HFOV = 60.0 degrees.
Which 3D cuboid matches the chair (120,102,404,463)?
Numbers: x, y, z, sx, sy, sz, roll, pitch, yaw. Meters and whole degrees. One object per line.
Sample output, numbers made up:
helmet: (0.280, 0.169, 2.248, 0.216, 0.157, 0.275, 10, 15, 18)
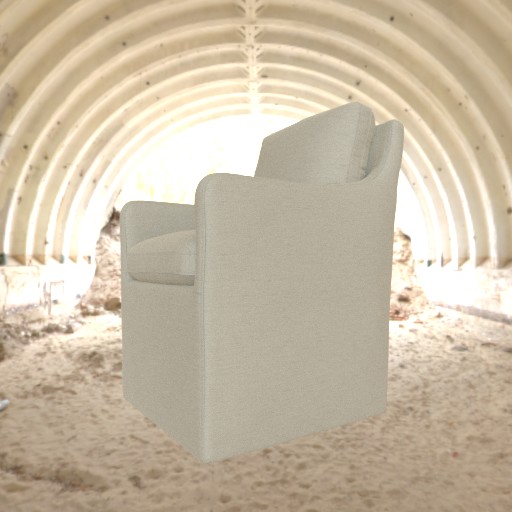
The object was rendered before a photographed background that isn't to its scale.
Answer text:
chair: (0.000, 0.000, 1.369, 0.694, 0.914, 0.626, 0, -1, -34)
